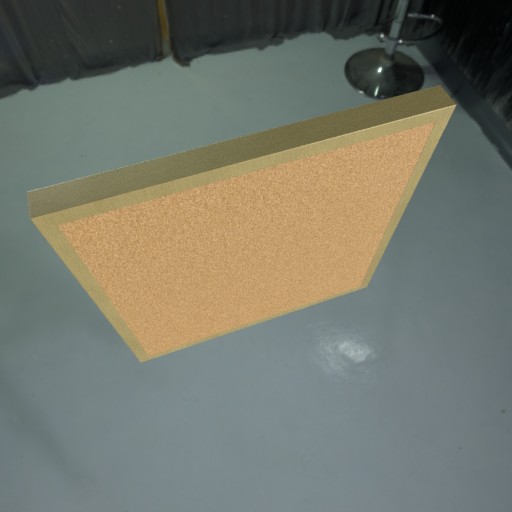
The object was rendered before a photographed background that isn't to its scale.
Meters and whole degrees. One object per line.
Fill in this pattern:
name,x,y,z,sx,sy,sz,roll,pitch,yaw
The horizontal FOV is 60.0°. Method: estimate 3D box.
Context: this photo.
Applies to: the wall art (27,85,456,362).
wall art,0.000,0.000,0.728,0.508,0.508,0.038,-17,61,-10
